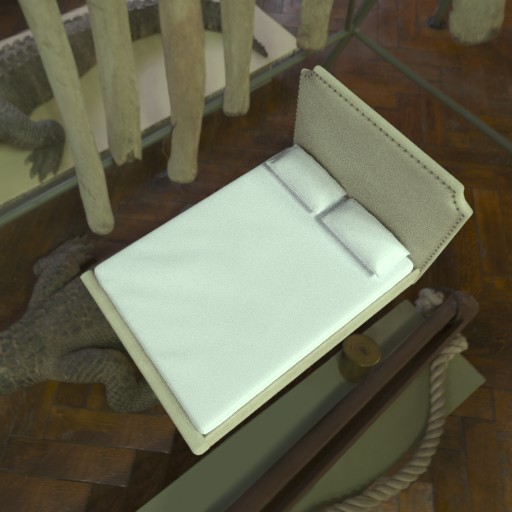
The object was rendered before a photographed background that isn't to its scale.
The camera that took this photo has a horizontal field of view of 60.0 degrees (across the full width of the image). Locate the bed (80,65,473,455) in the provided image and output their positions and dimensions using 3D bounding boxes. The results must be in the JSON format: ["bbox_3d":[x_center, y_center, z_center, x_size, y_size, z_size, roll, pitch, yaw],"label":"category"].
[{"bbox_3d":[0.000,0.000,3.424,2.372,1.443,1.712,-34,68,-16],"label":"bed"}]
